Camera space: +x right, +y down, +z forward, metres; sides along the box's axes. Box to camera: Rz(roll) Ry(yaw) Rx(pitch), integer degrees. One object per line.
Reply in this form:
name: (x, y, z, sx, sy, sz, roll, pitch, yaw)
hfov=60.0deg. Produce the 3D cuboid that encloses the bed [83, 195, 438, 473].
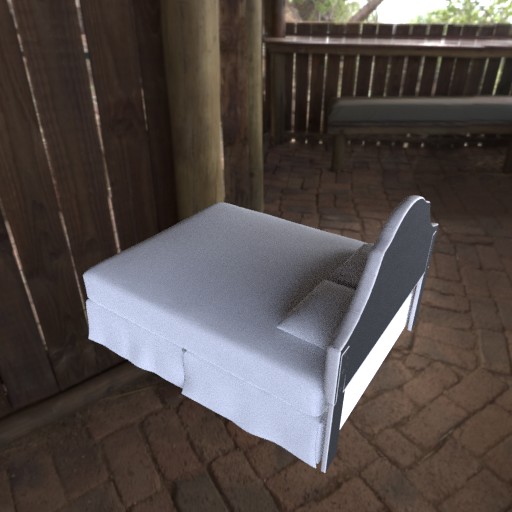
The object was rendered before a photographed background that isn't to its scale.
bed: (0.000, 0.000, 3.861, 2.477, 1.617, 2.039, 19, 35, 30)
